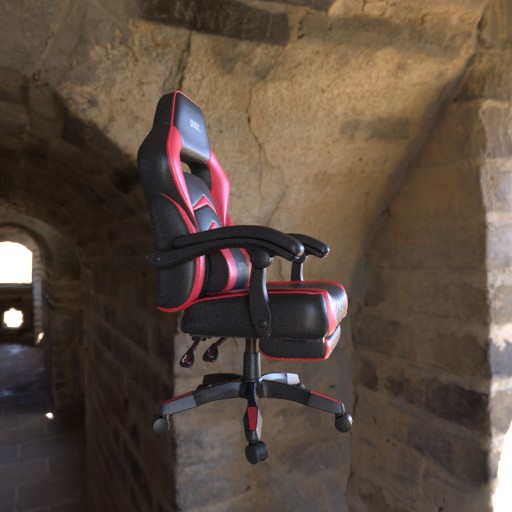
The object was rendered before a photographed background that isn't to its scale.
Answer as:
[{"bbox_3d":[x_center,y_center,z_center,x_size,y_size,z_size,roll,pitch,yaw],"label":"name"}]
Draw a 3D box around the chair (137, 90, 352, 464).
[{"bbox_3d":[0.000,0.000,1.647,0.700,1.220,0.700,0,0,17],"label":"chair"}]
